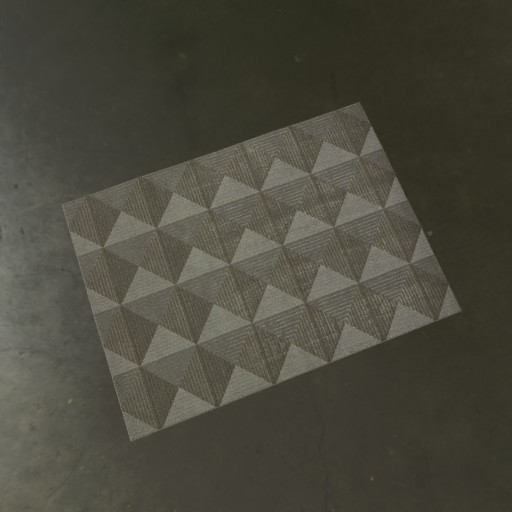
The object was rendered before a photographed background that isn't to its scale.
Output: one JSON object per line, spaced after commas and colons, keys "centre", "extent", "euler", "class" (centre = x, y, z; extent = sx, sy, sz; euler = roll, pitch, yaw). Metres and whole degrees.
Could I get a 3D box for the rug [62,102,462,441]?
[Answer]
{"centre": [0.000, 0.000, 4.406], "extent": [3.333, 0.027, 2.428], "euler": [-20, 77, -5], "class": "rug"}
